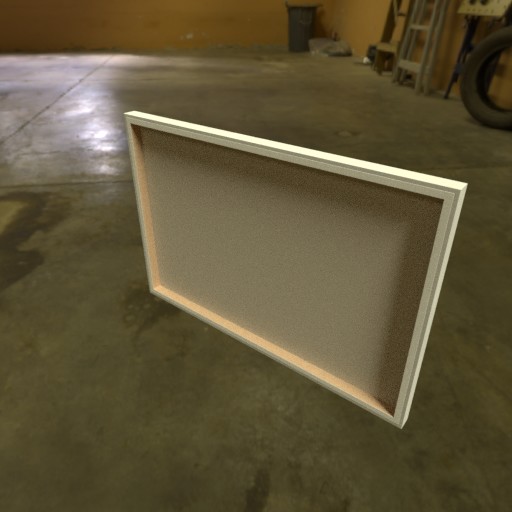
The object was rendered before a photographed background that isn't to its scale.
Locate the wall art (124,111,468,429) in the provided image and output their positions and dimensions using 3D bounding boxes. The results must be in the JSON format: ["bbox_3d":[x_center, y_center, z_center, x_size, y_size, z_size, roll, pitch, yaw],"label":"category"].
[{"bbox_3d":[0.000,0.000,1.163,0.915,0.610,0.038,22,37,32],"label":"wall art"}]
